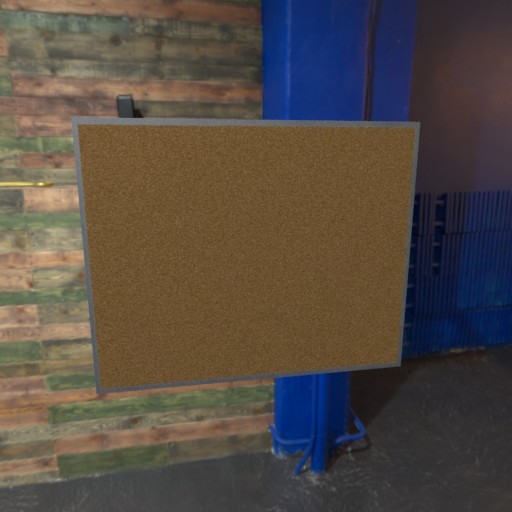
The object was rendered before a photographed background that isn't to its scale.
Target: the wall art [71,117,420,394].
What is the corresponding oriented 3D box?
[{"bbox_3d":[0.000,0.000,0.768,0.557,0.450,0.037,-2,13,-10],"label":"wall art"}]
